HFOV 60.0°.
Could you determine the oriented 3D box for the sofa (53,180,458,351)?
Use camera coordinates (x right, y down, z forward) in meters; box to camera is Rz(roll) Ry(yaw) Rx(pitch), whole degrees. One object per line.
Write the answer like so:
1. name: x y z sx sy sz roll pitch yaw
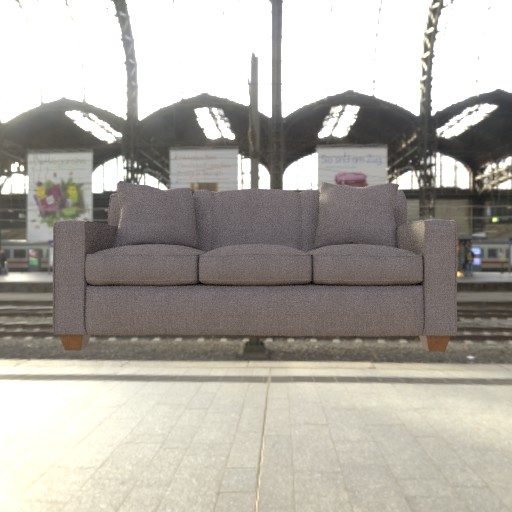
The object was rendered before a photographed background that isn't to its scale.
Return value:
1. sofa: 0.000 0.000 2.638 2.024 0.958 0.997 0 0 1
